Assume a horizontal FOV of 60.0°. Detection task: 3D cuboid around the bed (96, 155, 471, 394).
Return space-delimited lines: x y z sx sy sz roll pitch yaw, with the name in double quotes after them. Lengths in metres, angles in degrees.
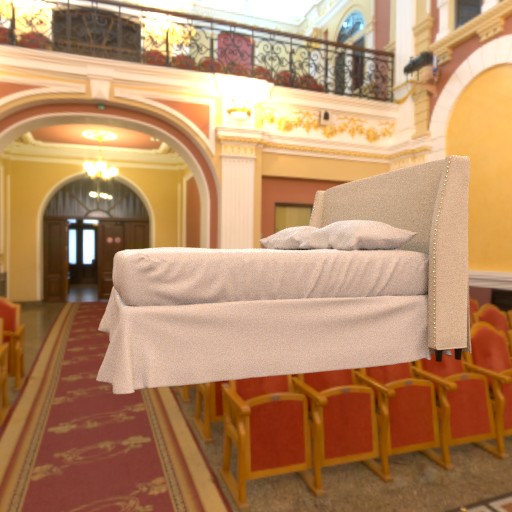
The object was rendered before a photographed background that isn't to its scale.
0.000 0.000 3.364 2.276 1.332 1.925 0 1 -19 "bed"
